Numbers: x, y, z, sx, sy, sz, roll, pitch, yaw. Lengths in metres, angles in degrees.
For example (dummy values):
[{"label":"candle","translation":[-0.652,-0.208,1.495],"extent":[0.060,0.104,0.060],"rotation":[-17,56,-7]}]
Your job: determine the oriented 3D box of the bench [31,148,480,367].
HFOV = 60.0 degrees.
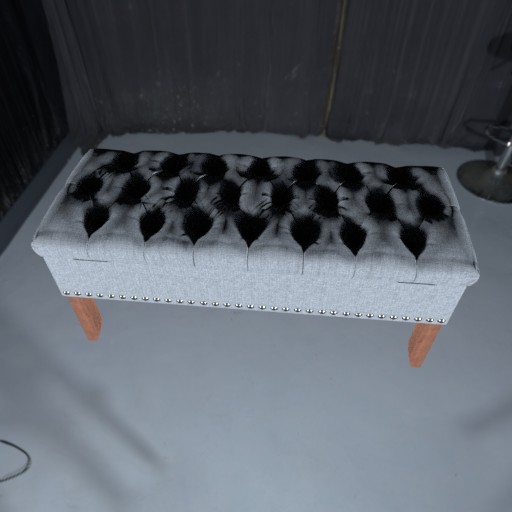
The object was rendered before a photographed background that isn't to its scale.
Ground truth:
[{"label":"bench","translation":[0.000,0.000,1.306],"extent":[1.052,0.470,0.417],"rotation":[4,46,4]}]
